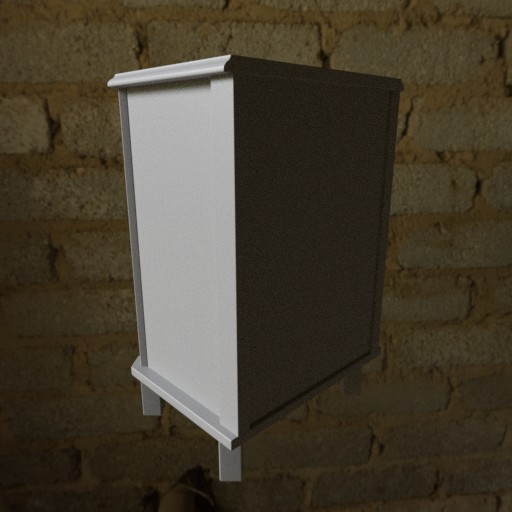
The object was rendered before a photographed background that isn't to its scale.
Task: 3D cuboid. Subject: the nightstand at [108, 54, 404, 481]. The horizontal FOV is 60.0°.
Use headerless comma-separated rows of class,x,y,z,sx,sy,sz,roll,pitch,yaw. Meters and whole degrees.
nightstand,0.000,0.000,0.907,0.450,0.680,0.350,-15,22,-42
